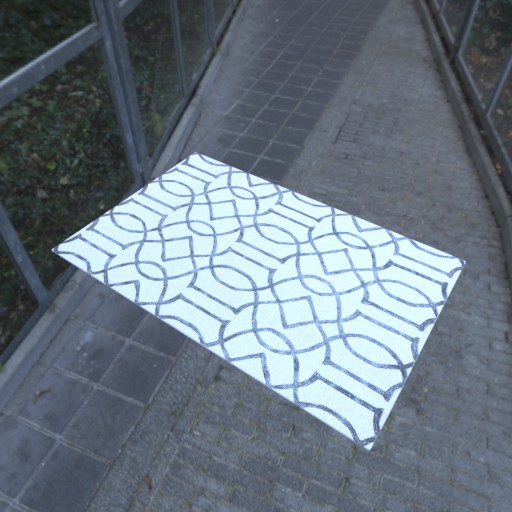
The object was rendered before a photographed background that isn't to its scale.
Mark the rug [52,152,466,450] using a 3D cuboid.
[{"bbox_3d":[0.000,0.000,2.999,2.365,0.017,1.521,26,50,24],"label":"rug"}]
